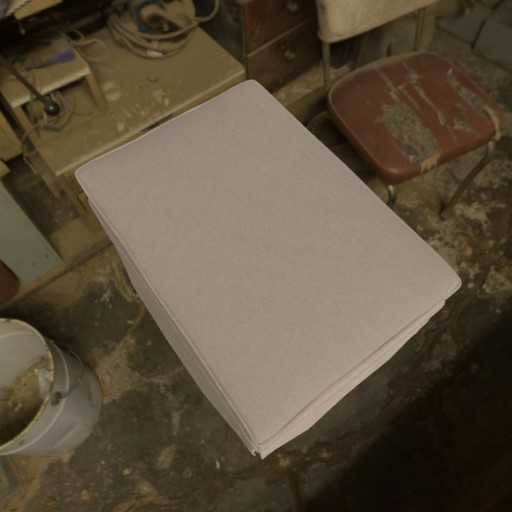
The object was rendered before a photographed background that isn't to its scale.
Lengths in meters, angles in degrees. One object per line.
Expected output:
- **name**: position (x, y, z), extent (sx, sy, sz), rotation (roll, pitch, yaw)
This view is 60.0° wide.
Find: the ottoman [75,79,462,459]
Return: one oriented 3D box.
- **ottoman**: position (0.000, 0.000, 1.347), extent (0.703, 0.479, 0.944), rotation (-33, 68, -16)
